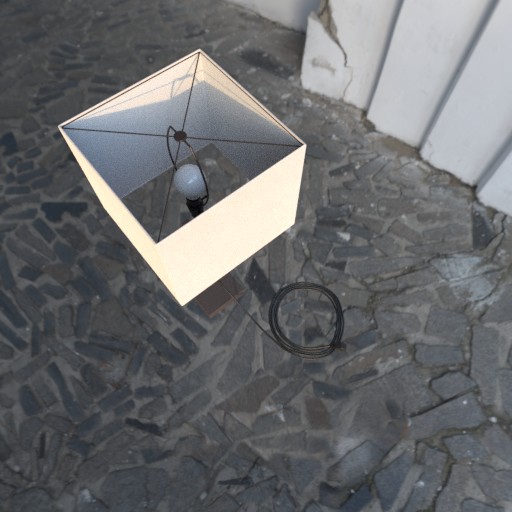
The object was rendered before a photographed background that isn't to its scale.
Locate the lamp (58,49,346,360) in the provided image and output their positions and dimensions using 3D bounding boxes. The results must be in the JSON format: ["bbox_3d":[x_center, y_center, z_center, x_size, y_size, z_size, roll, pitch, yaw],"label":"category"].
[{"bbox_3d":[0.000,0.000,0.967,0.399,0.660,0.504,-36,69,-16],"label":"lamp"}]
